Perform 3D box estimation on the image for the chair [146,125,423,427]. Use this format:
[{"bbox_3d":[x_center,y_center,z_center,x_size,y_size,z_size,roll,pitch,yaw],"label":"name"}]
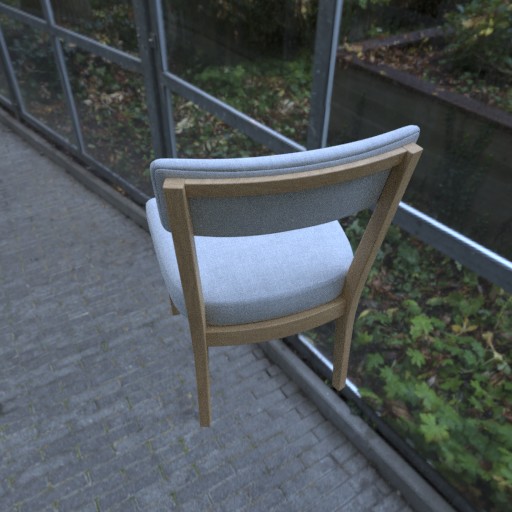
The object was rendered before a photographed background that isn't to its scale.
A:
[{"bbox_3d":[0.000,0.000,1.163,0.508,0.832,0.572,-11,40,-13],"label":"chair"}]
